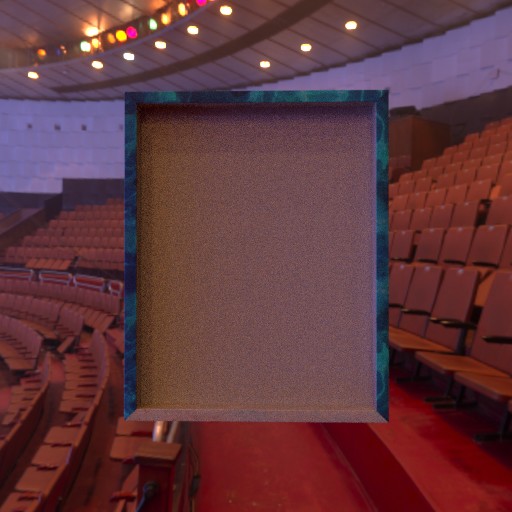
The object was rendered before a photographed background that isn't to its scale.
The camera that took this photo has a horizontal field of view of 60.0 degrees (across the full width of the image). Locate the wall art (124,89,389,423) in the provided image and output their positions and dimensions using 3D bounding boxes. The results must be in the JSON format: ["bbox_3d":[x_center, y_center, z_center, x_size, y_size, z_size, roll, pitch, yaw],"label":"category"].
[{"bbox_3d":[0.000,0.000,0.869,0.508,0.635,0.038,0,0,1],"label":"wall art"}]
